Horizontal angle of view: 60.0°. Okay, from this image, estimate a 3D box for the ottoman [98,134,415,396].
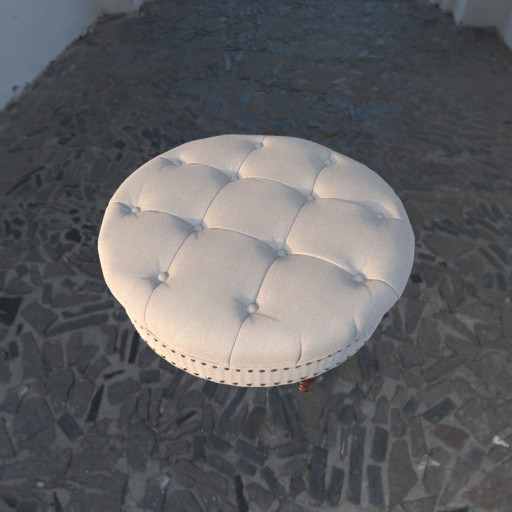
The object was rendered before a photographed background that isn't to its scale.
[{"bbox_3d":[0.000,0.000,1.405,0.901,0.439,0.901,0,47,0],"label":"ottoman"}]
